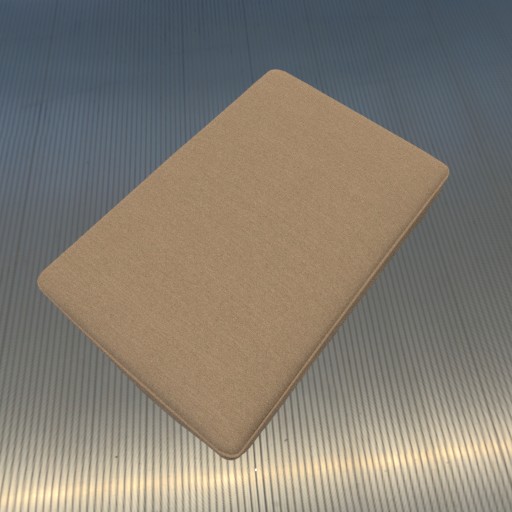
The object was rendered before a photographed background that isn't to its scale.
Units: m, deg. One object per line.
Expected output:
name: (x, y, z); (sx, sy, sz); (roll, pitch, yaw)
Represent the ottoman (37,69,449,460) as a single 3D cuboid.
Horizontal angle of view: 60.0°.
ottoman: (0.000, 0.000, 1.287); (0.636, 0.521, 0.945); (36, 69, 16)
